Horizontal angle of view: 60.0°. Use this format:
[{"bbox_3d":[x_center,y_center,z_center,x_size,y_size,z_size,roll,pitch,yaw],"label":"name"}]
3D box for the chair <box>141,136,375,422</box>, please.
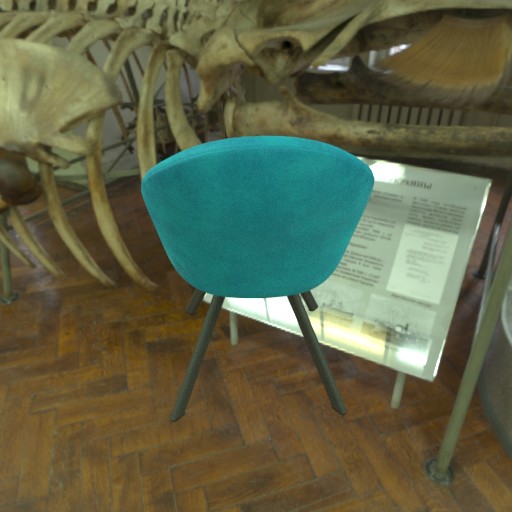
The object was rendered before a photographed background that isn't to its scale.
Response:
[{"bbox_3d":[0.000,0.000,1.190,0.550,0.795,0.590,-1,31,-2],"label":"chair"}]
